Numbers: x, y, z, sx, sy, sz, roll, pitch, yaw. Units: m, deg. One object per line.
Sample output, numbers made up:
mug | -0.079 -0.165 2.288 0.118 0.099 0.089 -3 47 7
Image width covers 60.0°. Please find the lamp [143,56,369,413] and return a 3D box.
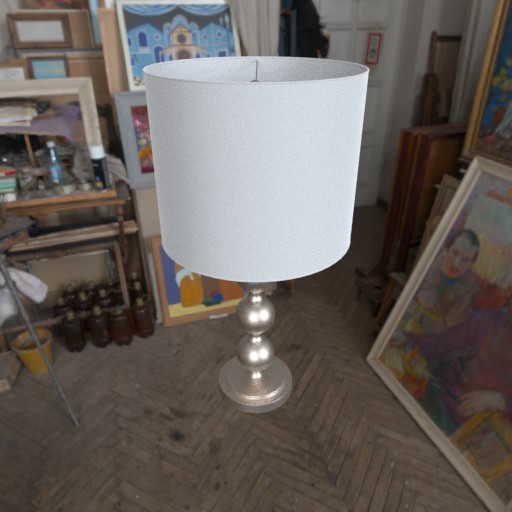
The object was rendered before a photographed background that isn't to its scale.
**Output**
lamp | 0.000 0.000 0.680 0.277 0.538 0.277 18 34 29
